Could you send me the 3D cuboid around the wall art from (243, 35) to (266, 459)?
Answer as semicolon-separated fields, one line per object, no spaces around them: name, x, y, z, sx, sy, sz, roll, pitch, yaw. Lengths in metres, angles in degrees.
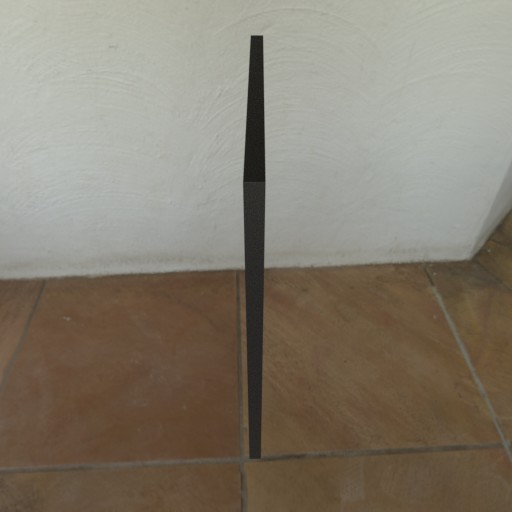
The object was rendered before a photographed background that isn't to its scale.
wall art;0.000;0.000;1.392;0.038;1.062;0.806;0;42;0
